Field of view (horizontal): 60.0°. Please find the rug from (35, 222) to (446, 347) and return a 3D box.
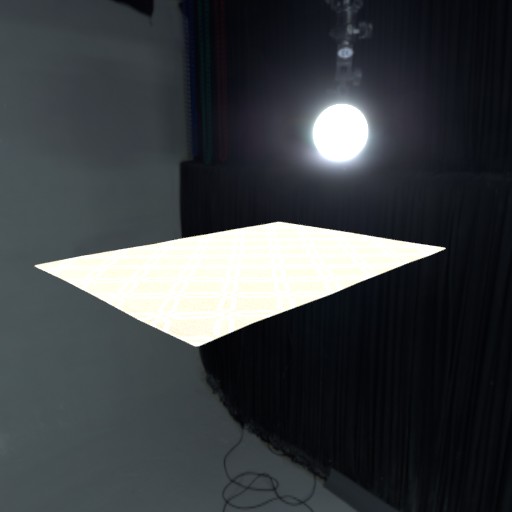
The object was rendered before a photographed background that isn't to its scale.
[{"bbox_3d":[0.000,0.000,2.773,1.524,0.013,2.135,13,19,43],"label":"rug"}]
